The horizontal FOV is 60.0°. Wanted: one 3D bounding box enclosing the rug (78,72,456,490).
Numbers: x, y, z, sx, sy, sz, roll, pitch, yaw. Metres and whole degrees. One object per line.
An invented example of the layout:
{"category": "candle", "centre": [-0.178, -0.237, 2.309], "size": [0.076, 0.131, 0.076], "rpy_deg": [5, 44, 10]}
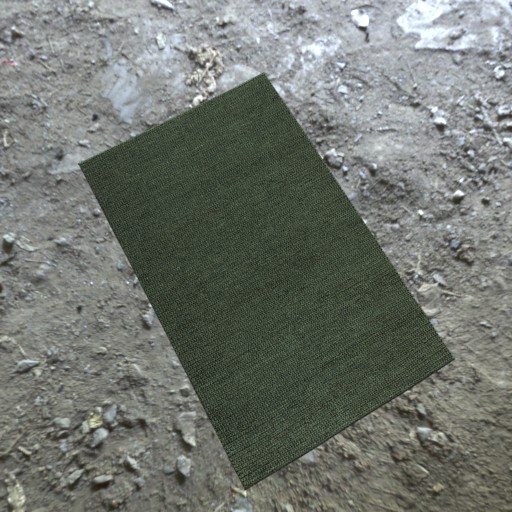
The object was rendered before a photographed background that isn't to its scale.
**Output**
{"category": "rug", "centre": [0.000, 0.000, 2.983], "size": [1.538, 0.021, 2.443], "rpy_deg": [-29, 77, -7]}
